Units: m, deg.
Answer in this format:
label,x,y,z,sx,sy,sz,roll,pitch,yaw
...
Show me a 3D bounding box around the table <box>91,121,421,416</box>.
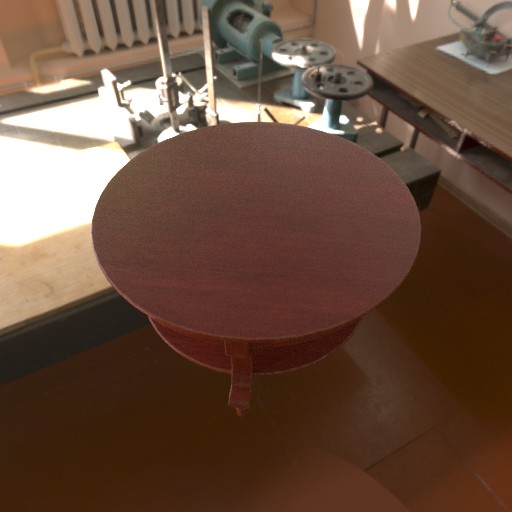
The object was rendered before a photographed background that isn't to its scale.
label,x,y,z,sx,sy,sz,roll,pitch,yaw
table,0.000,0.000,1.590,1.029,0.486,1.029,0,46,0
